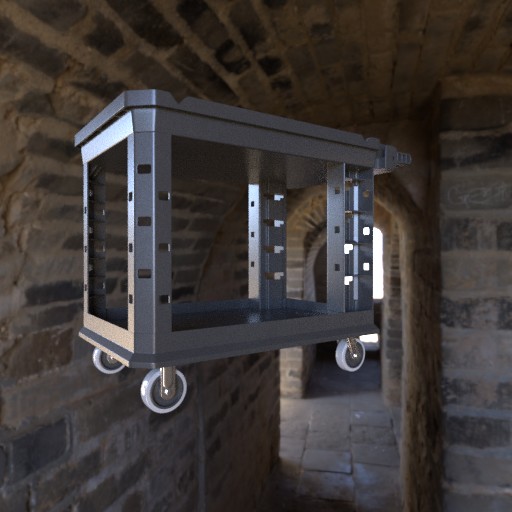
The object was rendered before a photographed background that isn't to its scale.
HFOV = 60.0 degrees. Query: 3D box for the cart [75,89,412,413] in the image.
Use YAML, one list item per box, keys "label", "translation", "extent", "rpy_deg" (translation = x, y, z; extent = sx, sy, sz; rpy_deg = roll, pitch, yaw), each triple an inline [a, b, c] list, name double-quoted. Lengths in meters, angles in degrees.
- label: "cart"
  translation: [0.000, 0.000, 1.758]
  extent: [1.239, 0.884, 0.674]
  rpy_deg: [0, 1, -35]
